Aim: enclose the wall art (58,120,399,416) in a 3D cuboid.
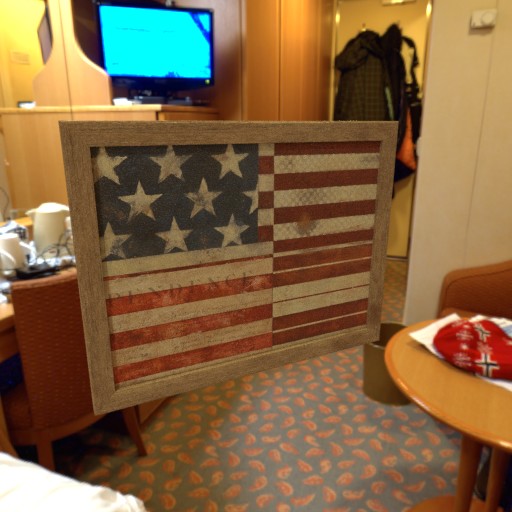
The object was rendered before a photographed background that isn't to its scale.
[{"bbox_3d":[0.000,0.000,0.918,0.690,0.535,0.026,-8,18,-25],"label":"wall art"}]
